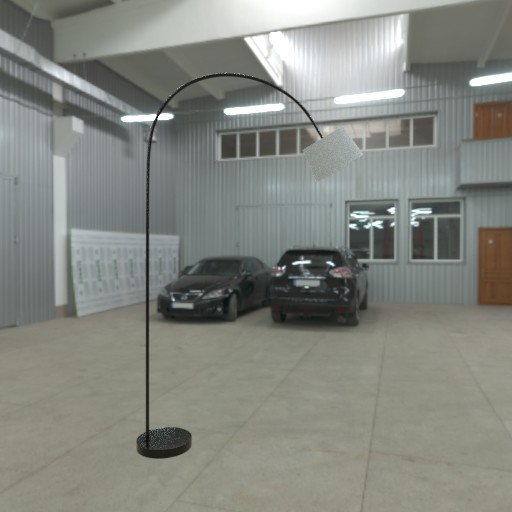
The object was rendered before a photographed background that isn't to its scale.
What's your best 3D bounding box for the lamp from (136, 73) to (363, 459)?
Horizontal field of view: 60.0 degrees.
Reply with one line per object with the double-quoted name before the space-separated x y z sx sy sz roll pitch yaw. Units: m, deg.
"lamp" 0.000 0.000 2.603 1.363 2.104 0.331 0 1 -18
